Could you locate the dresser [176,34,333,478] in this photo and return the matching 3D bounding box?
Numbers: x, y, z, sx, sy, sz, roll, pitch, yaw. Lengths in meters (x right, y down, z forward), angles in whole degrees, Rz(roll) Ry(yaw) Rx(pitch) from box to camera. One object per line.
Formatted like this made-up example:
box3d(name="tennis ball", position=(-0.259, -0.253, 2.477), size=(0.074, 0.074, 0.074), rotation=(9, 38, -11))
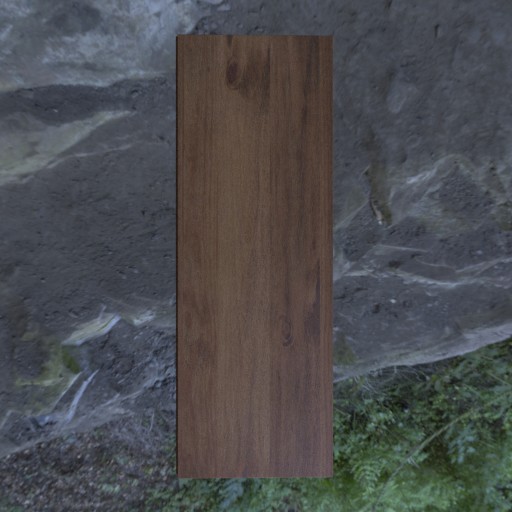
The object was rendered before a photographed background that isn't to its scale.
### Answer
box3d(name="dresser", position=(0.000, 0.000, 1.670), size=(0.479, 0.825, 1.261), rotation=(0, 90, -1))
